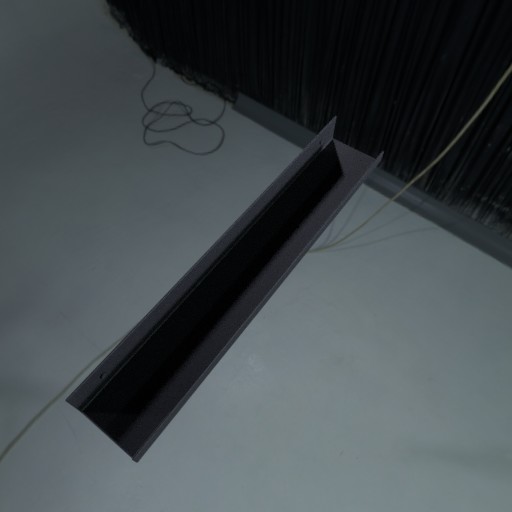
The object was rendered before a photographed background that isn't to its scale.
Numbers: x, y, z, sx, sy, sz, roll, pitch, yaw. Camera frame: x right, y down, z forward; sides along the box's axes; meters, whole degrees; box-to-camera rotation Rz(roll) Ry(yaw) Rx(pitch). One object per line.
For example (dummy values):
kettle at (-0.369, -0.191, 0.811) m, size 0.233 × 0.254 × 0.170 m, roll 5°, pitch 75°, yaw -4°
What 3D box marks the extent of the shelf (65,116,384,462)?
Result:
shelf at (0.000, 0.000, 0.647) m, size 0.102 × 0.053 × 0.605 m, roll 32°, pitch 63°, yaw 19°
